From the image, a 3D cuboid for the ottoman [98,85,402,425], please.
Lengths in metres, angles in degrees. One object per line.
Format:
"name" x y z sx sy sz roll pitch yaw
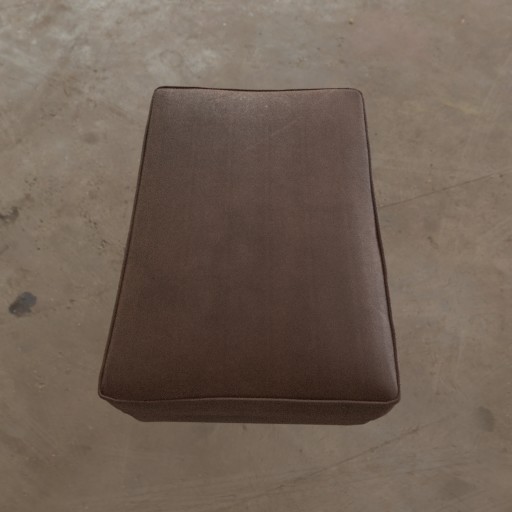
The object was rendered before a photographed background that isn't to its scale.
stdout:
"ottoman" 0.000 0.000 1.191 0.596 0.481 0.860 1 62 0
